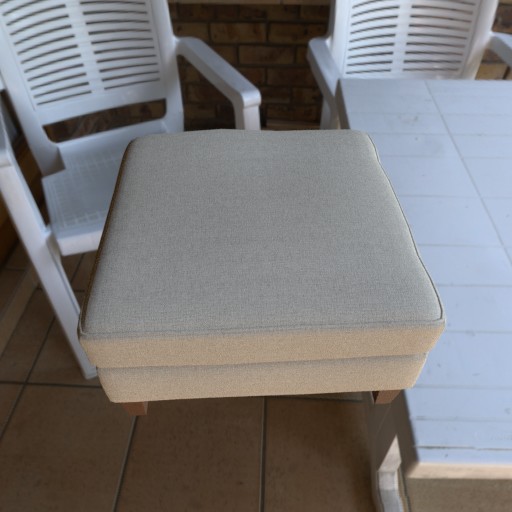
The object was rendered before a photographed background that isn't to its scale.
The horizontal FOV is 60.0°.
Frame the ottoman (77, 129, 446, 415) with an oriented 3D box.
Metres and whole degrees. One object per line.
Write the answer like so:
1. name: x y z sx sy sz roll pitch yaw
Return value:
1. ottoman: 0.000 0.000 1.385 0.838 0.503 0.838 -2 46 -2
